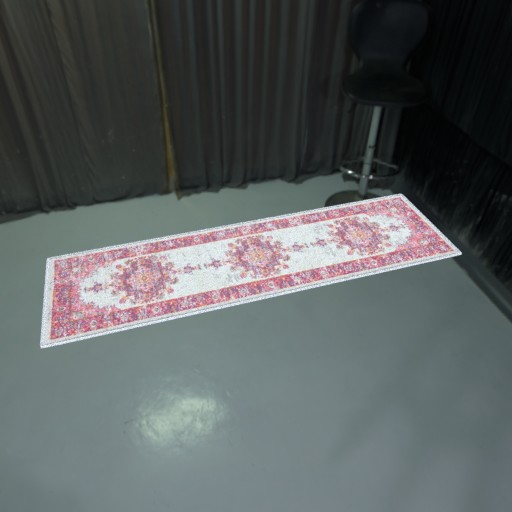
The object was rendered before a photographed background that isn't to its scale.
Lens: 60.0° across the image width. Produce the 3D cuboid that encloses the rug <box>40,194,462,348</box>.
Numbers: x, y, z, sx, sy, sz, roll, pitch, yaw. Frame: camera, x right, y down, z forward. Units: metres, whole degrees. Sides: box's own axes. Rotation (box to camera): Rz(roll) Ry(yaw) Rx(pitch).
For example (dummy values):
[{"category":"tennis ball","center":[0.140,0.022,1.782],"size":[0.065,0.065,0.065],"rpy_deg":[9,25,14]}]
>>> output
[{"category":"rug","center":[0.000,0.000,2.544],"size":[2.294,0.011,0.666],"rpy_deg":[-11,42,-13]}]
